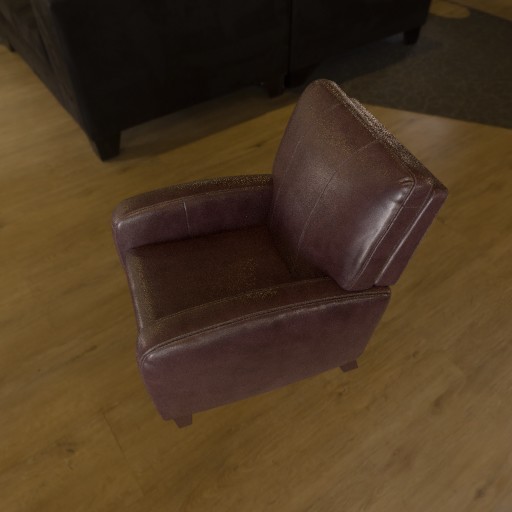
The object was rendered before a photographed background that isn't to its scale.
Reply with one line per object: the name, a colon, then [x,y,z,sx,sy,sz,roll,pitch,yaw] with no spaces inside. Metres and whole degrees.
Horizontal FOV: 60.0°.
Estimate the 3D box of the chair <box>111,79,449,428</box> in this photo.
chair: [0.000,0.000,1.656,0.990,0.990,0.762,-15,49,-13]
